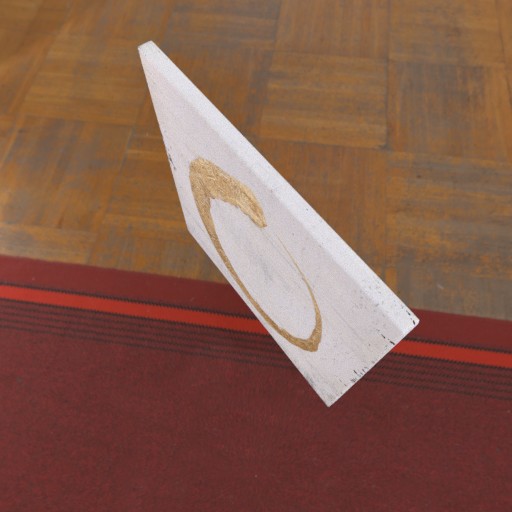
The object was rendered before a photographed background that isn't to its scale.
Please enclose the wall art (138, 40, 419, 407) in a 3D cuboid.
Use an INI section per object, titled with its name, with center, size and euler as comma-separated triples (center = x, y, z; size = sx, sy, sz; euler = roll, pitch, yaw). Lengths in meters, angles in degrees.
[wall art]
center = 0.000, 0.000, 1.119
size = 0.038, 0.762, 0.762
euler = -34, 68, -16
